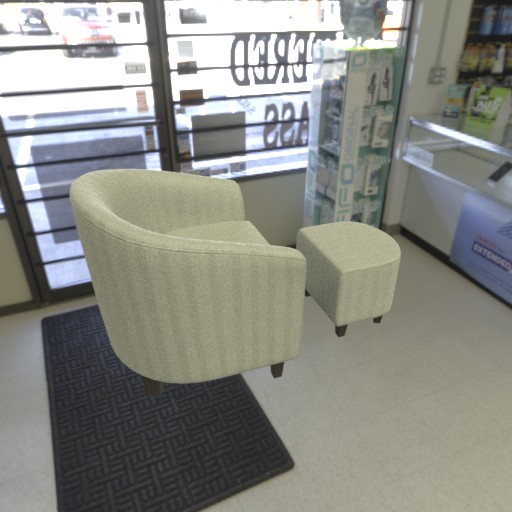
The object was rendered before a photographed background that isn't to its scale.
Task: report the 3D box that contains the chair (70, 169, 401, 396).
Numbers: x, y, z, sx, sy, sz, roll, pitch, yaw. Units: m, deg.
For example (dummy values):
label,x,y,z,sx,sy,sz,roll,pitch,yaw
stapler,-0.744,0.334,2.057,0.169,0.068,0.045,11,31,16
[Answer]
label,x,y,z,sx,sy,sz,roll,pitch,yaw
chair,0.000,0.000,1.800,1.288,0.757,0.756,-10,31,-17
